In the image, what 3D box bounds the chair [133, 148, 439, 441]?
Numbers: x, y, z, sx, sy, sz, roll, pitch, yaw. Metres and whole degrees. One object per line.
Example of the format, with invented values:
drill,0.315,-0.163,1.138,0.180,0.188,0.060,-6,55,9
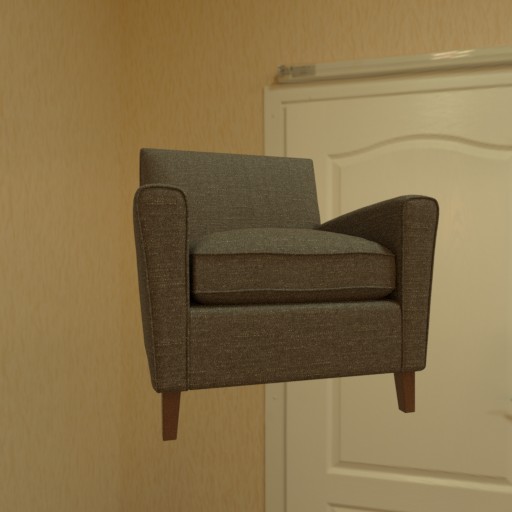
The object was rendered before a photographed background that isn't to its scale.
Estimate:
chair,0.000,0.000,1.552,0.838,0.885,0.875,0,0,-16
